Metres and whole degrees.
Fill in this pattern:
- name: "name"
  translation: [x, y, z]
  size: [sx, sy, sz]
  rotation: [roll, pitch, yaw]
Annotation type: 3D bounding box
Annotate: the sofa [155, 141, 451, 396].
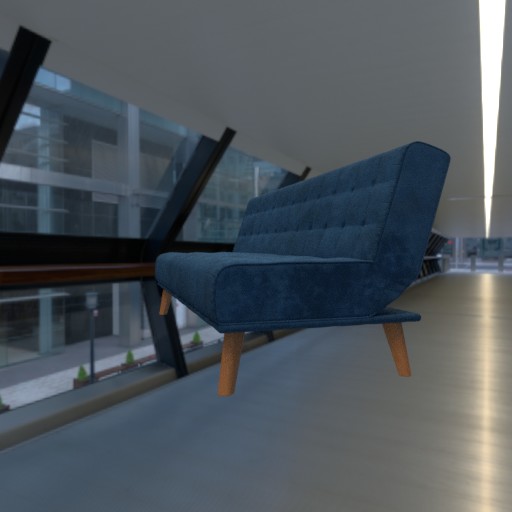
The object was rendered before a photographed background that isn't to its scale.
- name: "sofa"
  translation: [0.000, 0.000, 2.286]
  size: [0.855, 0.813, 1.804]
  rotation: [0, 1, -18]
